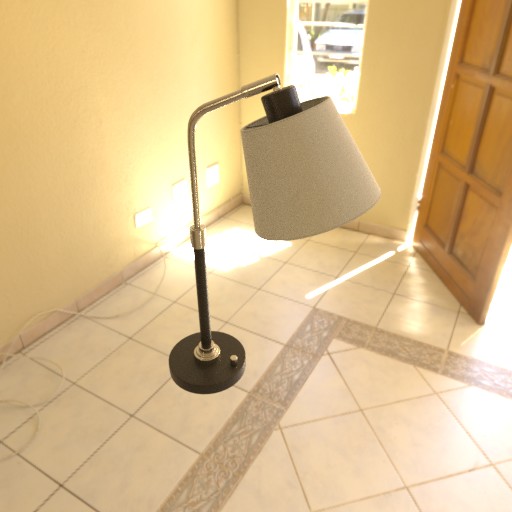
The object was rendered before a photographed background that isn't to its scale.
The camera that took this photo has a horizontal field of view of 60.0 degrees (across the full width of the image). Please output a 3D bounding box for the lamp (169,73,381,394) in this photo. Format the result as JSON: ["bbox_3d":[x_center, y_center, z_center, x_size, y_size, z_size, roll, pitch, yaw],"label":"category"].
[{"bbox_3d":[0.000,0.000,0.696,0.348,0.539,0.181,11,33,18],"label":"lamp"}]
